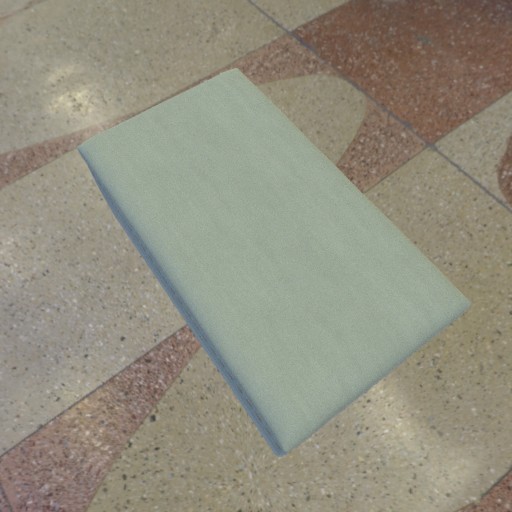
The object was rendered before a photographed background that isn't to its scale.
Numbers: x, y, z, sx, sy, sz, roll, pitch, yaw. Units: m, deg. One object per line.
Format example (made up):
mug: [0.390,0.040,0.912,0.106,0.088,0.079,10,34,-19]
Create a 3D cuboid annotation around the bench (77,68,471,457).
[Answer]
bench: [0.000,0.000,1.207,0.500,0.449,0.887,-33,68,-15]
